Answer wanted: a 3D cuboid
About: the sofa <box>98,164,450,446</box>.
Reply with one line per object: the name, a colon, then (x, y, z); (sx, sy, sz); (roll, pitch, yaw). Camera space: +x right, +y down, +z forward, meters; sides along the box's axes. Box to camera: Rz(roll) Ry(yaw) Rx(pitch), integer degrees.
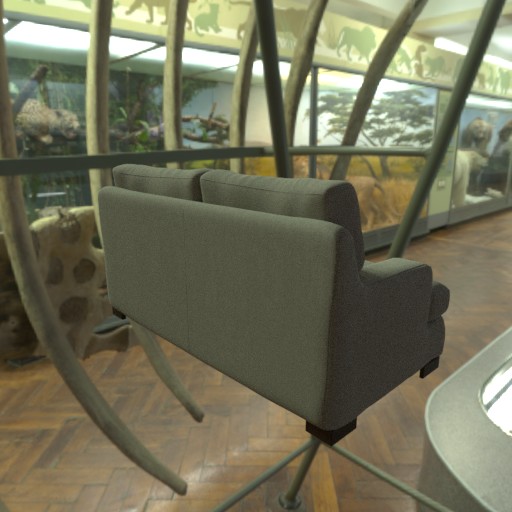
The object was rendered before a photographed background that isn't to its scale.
sofa: (0.000, 0.000, 2.463); (0.962, 0.980, 1.855); (-13, 20, -41)
